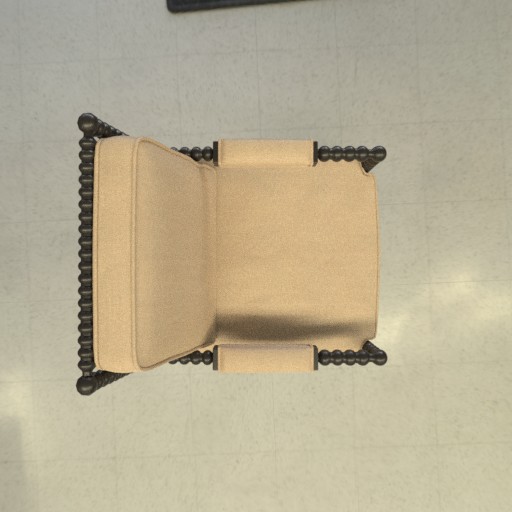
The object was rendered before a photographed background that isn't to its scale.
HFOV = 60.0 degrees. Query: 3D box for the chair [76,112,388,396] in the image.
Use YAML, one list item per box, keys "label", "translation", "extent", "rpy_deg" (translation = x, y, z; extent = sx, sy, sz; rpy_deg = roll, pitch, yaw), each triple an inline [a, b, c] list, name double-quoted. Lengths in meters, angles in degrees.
- label: "chair"
  translation: [0.000, 0.000, 1.148]
  extent: [0.657, 0.703, 0.555]
  rpy_deg: [0, 89, 0]
